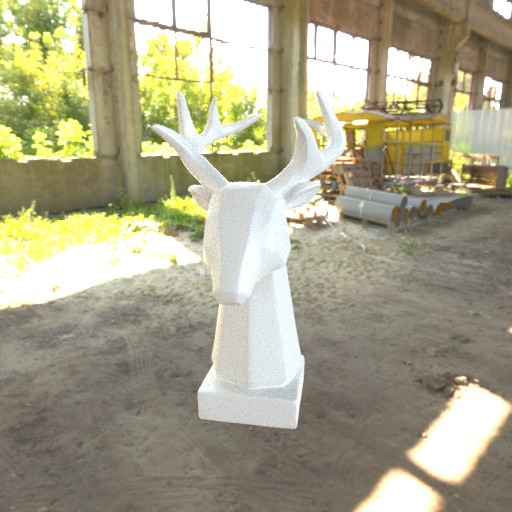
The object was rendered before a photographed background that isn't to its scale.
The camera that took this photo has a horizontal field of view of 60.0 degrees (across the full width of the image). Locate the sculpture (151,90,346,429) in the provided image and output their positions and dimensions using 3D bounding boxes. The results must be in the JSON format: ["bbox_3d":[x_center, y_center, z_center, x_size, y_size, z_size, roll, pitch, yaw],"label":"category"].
[{"bbox_3d":[0.000,0.000,0.462,0.174,0.329,0.224,2,14,10],"label":"sculpture"}]
